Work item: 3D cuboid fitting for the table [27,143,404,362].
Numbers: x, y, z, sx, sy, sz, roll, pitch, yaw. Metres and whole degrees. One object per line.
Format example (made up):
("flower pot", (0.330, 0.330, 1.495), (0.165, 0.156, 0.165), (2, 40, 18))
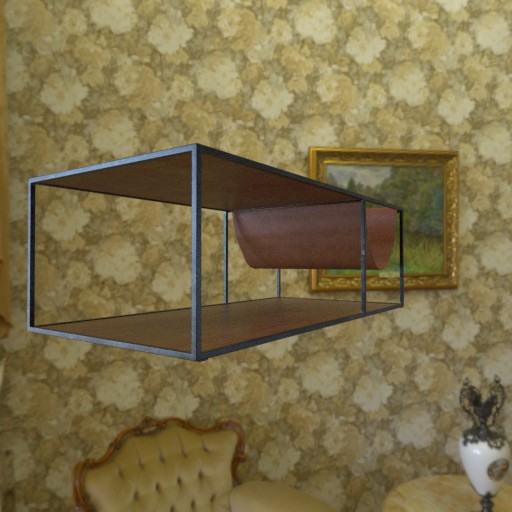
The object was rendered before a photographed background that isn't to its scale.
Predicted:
("table", (0.000, 0.000, 1.463), (0.597, 0.403, 1.199), (-1, -1, 36))
